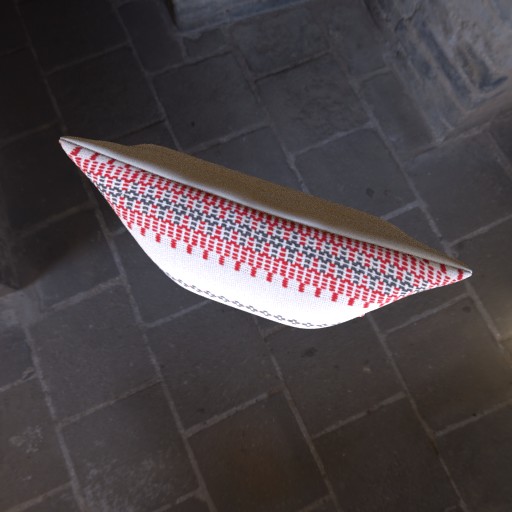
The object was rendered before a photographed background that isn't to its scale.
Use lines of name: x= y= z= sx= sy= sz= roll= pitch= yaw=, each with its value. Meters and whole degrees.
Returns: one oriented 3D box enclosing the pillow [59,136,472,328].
pillow: x=0.000 y=0.000 z=0.688 sx=0.463 sy=0.454 sz=0.160 roll=19 pitch=78 yaw=4
